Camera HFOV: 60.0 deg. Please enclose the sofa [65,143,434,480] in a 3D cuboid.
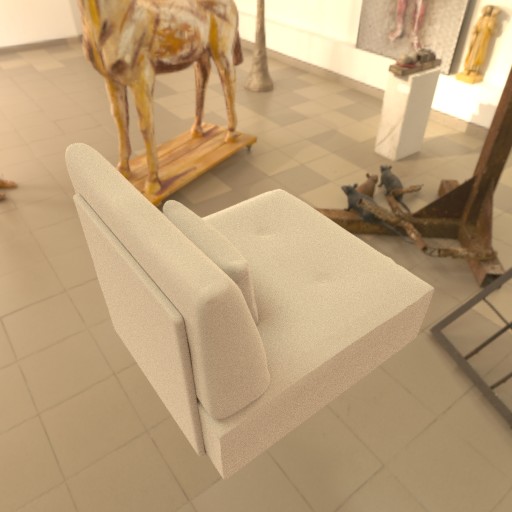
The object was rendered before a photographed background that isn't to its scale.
[{"bbox_3d":[0.000,0.000,1.664,1.000,0.828,0.935,-26,46,-28],"label":"sofa"}]
